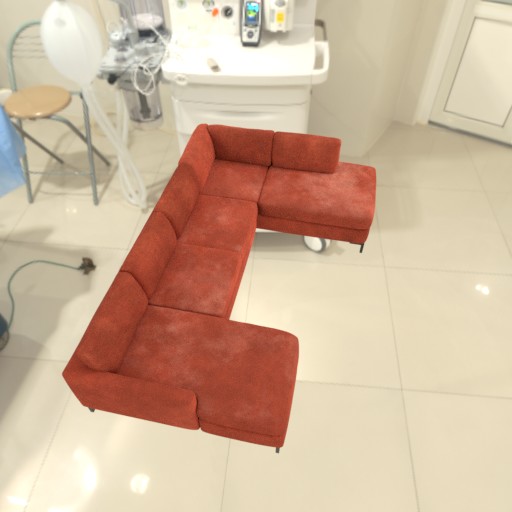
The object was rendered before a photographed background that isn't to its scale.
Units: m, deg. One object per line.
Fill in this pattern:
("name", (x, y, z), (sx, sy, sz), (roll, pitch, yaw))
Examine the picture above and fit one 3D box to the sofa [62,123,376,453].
("sofa", (0.000, 0.000, 3.850), (1.981, 0.858, 2.971), (9, 48, 8))
